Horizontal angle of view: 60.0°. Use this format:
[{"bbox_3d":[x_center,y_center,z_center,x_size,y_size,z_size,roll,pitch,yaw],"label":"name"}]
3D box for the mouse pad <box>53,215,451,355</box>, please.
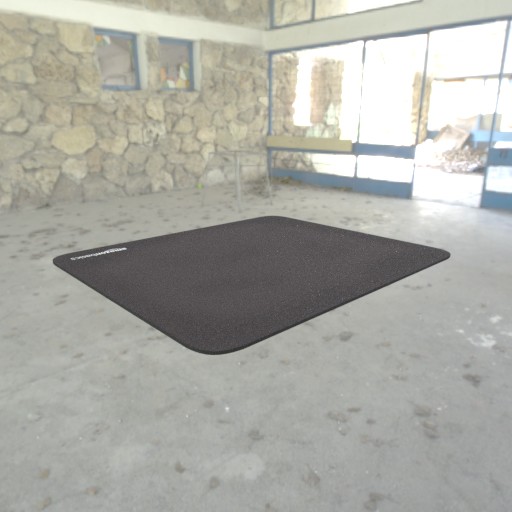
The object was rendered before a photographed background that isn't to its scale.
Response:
[{"bbox_3d":[0.000,0.000,0.349,0.249,0.002,0.211,-15,22,-41],"label":"mouse pad"}]
